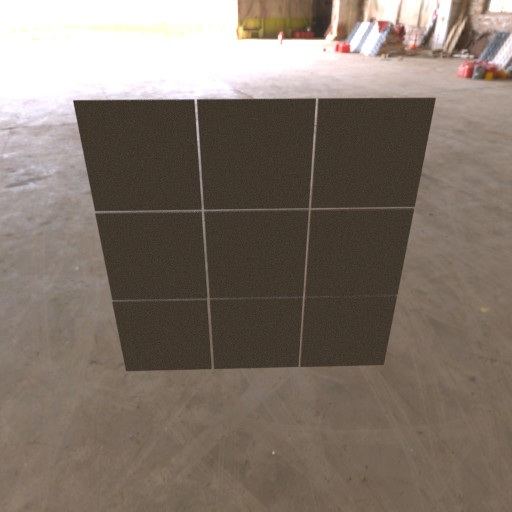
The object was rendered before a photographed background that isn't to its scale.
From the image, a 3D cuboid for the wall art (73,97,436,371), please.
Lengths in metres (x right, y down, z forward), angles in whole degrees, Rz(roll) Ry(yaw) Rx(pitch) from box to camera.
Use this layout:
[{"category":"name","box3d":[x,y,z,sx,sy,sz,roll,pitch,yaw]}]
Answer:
[{"category":"wall art","box3d":[0.000,0.000,1.790,1.216,1.216,0.013,-1,30,-2]}]
